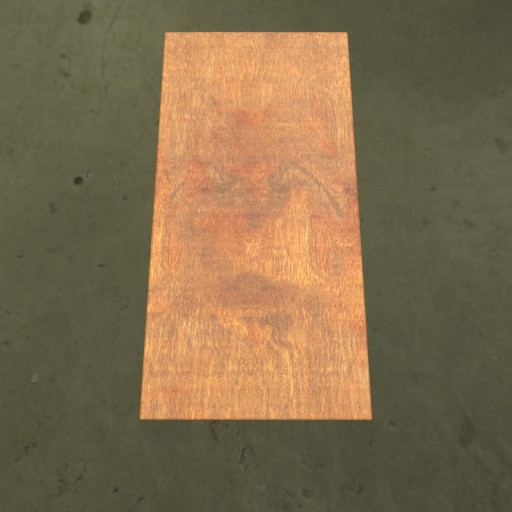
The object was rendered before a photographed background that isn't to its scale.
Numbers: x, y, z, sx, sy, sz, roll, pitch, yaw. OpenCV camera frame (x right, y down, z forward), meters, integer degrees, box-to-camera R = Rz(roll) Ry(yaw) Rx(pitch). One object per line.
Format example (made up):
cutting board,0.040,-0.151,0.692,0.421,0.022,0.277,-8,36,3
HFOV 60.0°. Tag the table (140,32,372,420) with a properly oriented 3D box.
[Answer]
table,0.000,0.000,0.953,0.305,0.610,0.610,0,75,0
